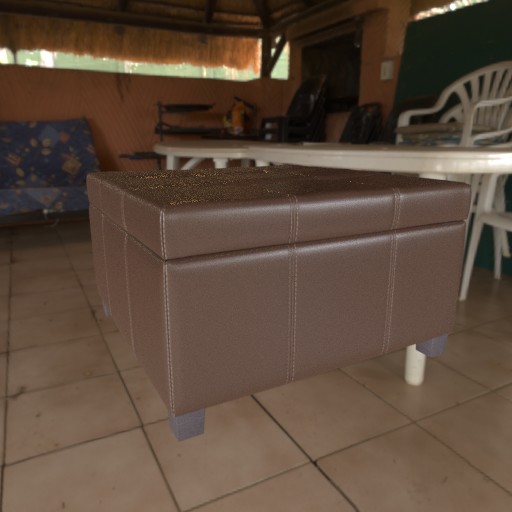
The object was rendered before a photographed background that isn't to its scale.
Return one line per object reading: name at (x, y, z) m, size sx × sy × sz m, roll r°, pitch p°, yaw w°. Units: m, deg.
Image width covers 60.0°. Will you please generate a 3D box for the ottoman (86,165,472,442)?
ottoman at (0.000, 0.000, 1.271) m, size 0.788 × 0.460 × 0.787 m, roll -8°, pitch 17°, yaw -28°
